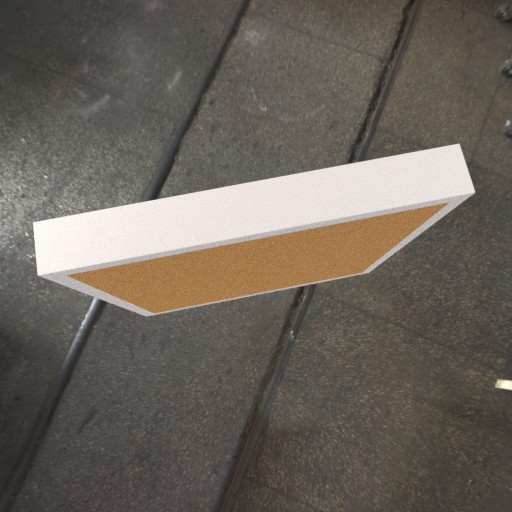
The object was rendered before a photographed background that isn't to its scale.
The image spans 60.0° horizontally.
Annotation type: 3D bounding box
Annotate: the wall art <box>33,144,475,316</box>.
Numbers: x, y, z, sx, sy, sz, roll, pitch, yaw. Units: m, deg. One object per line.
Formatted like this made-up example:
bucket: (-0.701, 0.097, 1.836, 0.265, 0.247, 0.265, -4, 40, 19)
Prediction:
wall art: (0.000, 0.000, 0.454, 0.305, 0.302, 0.038, -11, 77, -2)
